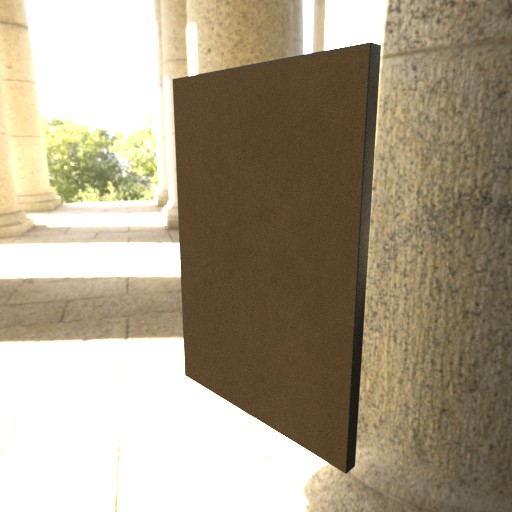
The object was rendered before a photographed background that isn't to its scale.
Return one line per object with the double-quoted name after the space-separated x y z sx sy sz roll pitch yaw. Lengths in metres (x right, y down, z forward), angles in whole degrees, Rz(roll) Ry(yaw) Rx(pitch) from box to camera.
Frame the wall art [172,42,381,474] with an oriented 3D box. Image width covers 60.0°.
0.000 0.000 0.568 0.019 0.455 0.314 -13 19 -43 "wall art"
